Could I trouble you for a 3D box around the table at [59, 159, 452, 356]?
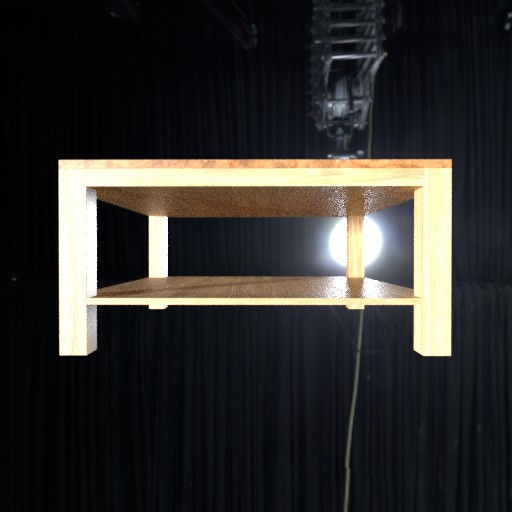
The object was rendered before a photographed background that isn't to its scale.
[{"bbox_3d":[0.000,0.000,1.466,0.900,0.450,0.900,0,1,0],"label":"table"}]
